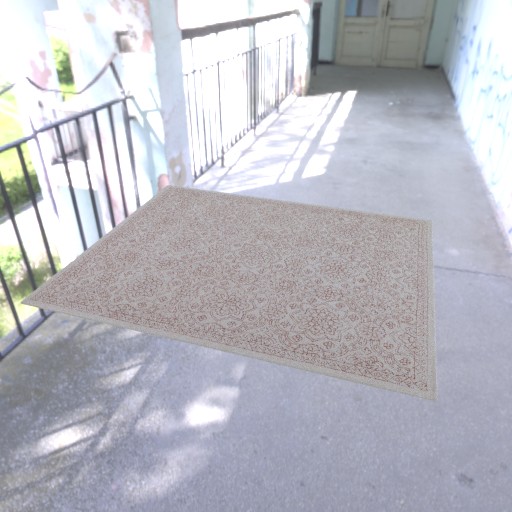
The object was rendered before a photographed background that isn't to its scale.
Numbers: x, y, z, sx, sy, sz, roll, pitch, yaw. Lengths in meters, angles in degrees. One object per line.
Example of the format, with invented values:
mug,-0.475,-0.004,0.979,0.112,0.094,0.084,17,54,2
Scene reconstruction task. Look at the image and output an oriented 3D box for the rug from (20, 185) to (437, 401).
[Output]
rug,0.000,0.000,4.012,3.050,0.015,2.441,10,33,15
